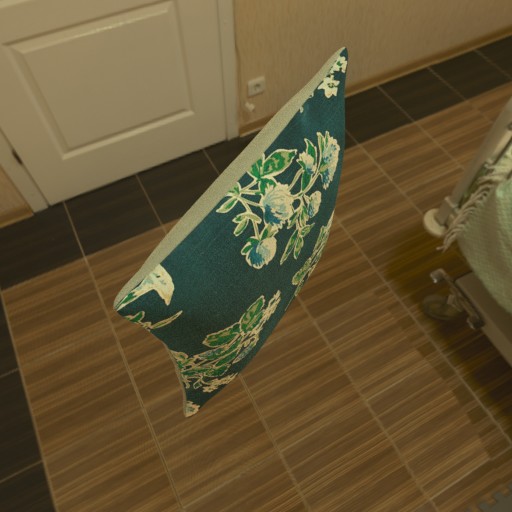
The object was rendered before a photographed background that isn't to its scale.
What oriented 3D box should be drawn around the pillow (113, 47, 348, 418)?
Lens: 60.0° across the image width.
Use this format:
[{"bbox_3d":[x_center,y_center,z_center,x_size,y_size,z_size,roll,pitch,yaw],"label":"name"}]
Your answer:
[{"bbox_3d":[0.000,0.000,0.782,0.166,0.508,0.525,29,63,16],"label":"pillow"}]
